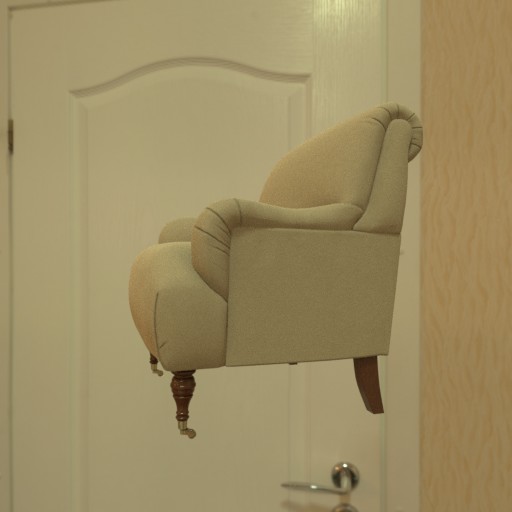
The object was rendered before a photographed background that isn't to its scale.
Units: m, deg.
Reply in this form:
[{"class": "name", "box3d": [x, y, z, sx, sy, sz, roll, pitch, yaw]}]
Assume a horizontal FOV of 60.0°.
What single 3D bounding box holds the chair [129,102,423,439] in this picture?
[{"class": "chair", "box3d": [0.000, 0.000, 1.536, 0.842, 0.942, 0.766, 0, 1, -20]}]
